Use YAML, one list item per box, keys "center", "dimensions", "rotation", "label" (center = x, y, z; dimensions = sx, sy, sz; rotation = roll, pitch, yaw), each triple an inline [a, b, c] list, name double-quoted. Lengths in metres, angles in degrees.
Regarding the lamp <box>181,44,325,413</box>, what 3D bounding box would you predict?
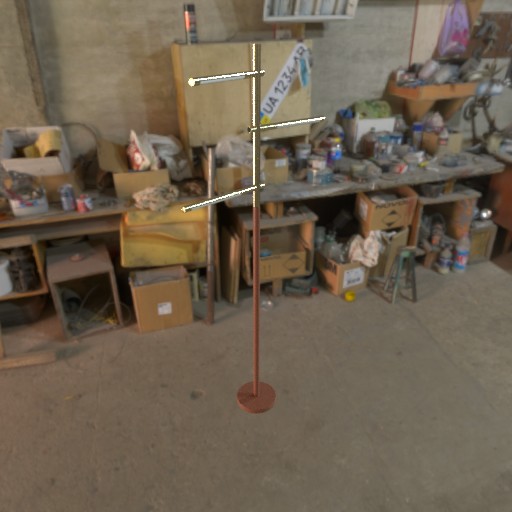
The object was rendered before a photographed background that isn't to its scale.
- center: [0.000, 0.000, 1.973]
  dimensions: [0.209, 1.704, 0.737]
  rotation: [19, 33, 33]
  label: "lamp"
